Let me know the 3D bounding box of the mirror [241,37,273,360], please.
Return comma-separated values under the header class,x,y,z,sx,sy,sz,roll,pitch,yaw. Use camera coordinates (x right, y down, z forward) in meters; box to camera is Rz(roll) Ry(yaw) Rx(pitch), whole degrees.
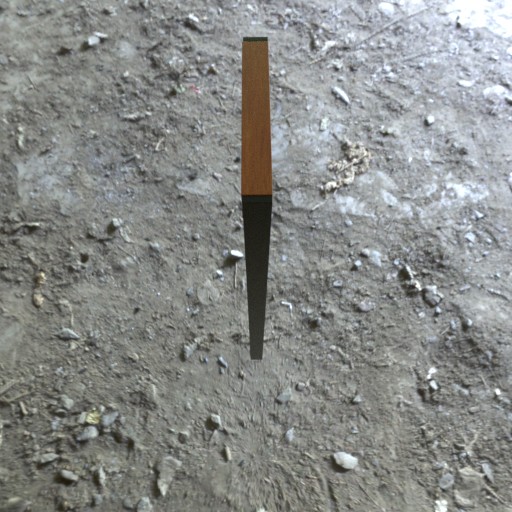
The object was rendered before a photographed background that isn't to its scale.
class,x,y,z,sx,sy,sz,roll,pitch,yaw
mirror,0.000,0.000,1.225,0.047,1.123,0.343,0,65,0
